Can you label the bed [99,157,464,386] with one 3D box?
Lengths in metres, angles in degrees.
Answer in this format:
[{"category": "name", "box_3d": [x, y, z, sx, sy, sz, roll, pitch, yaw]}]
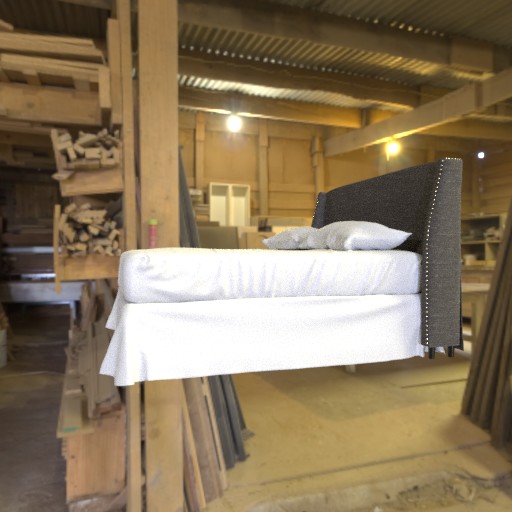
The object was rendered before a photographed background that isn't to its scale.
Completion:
[{"category": "bed", "box_3d": [0.000, 0.000, 3.472, 2.276, 1.332, 1.925, 0, 1, -17]}]
